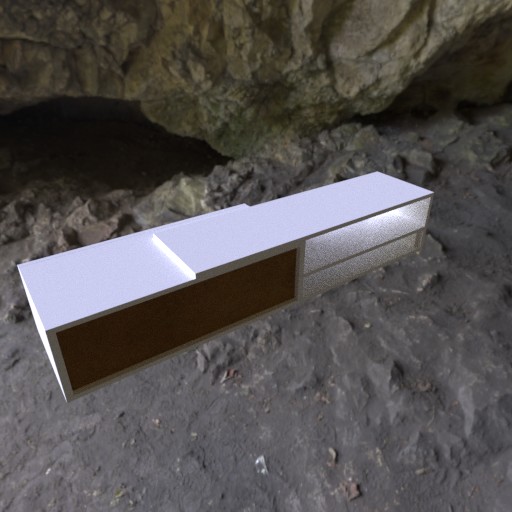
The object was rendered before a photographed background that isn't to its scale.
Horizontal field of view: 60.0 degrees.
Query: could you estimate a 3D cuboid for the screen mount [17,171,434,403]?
[{"bbox_3d":[0.000,0.000,1.838,1.680,0.320,0.420,-19,35,-29],"label":"screen mount"}]
